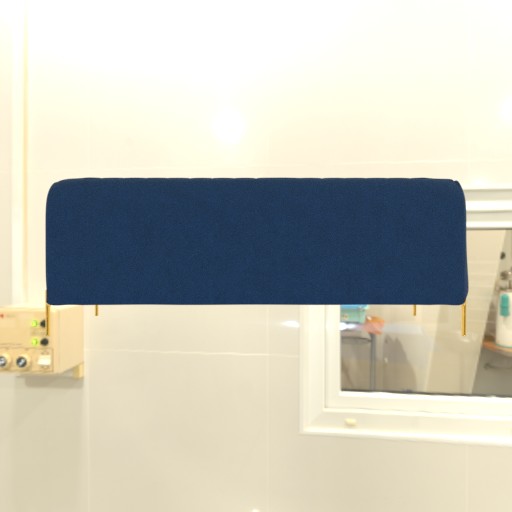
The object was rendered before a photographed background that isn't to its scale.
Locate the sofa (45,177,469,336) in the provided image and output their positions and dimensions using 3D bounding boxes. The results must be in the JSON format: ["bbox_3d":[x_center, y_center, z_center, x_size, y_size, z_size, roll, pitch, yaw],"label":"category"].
[{"bbox_3d":[0.000,0.000,2.596,2.136,0.793,0.896,0,1,0],"label":"sofa"}]
